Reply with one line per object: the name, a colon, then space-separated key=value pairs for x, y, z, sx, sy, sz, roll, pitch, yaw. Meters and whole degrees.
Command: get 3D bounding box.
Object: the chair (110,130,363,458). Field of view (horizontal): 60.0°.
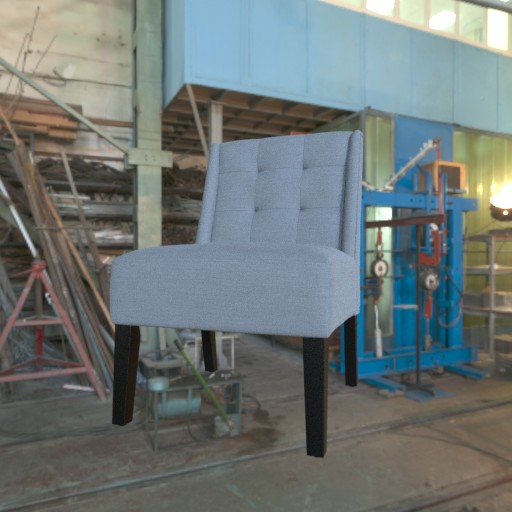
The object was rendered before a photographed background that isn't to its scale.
chair: x=0.000 y=0.000 z=1.326 sx=0.569 sy=0.853 sz=0.676 roll=0 pitch=1 yaw=20
